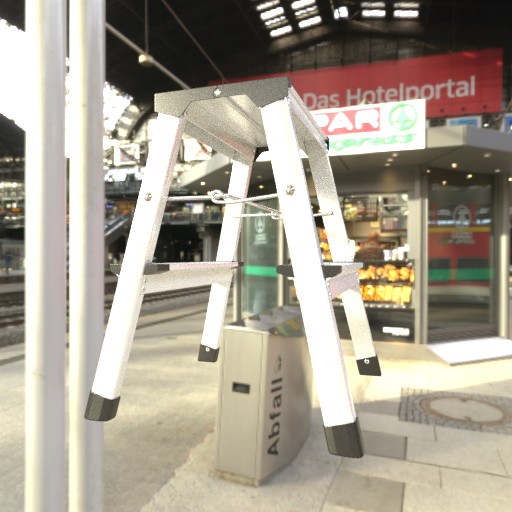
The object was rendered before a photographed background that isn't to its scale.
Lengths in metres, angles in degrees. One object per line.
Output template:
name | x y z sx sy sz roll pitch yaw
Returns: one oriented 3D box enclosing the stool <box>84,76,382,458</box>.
stool | 0.000 0.000 0.778 0.405 0.480 0.404 0 0 19
